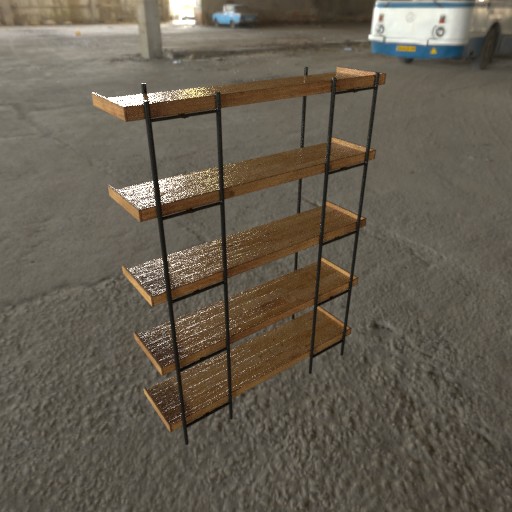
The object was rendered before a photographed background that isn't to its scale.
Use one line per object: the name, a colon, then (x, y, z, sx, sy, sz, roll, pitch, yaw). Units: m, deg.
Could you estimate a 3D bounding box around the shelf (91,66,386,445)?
shelf: (0.000, 0.000, 2.439, 1.371, 1.826, 0.379, -20, 35, -31)
